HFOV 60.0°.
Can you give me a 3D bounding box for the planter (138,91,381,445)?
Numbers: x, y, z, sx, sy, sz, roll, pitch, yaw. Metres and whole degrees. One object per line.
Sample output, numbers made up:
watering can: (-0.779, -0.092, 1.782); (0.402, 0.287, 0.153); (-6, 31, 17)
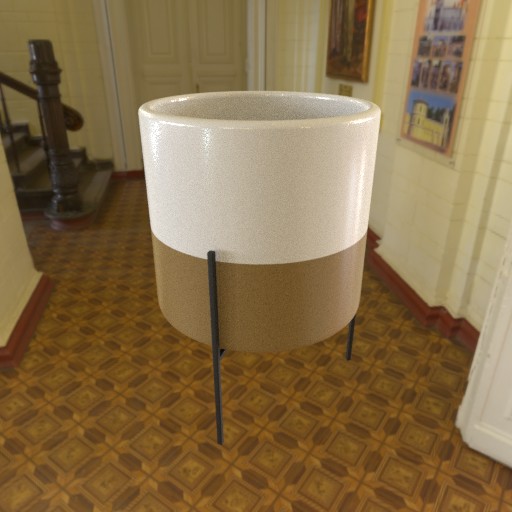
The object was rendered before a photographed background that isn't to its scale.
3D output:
planter: (0.000, 0.000, 0.656); (0.310, 0.432, 0.310); (17, 31, 31)
